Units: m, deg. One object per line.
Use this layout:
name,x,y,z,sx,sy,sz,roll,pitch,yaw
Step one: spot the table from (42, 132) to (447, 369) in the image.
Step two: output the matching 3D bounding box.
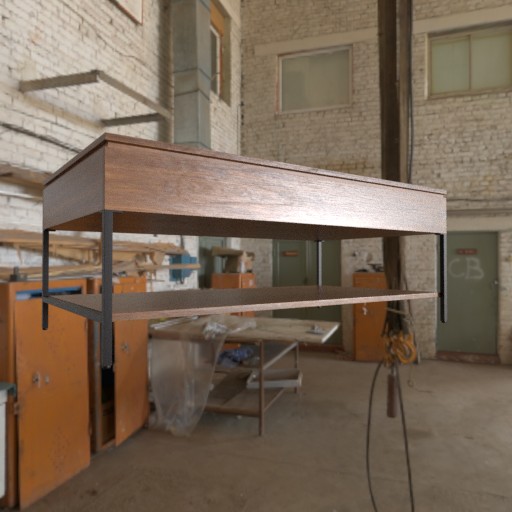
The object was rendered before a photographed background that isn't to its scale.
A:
table,0.000,0.000,1.311,1.057,0.414,0.574,1,-1,-36
